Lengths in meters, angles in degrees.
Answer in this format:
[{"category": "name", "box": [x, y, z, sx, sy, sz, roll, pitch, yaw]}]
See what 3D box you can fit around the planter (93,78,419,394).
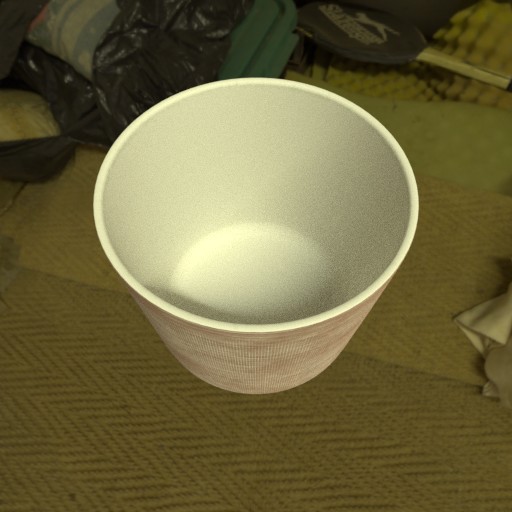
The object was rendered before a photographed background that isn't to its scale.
[{"category": "planter", "box": [0.000, 0.000, 0.778, 0.440, 0.398, 0.440, 0, 59, 0]}]
